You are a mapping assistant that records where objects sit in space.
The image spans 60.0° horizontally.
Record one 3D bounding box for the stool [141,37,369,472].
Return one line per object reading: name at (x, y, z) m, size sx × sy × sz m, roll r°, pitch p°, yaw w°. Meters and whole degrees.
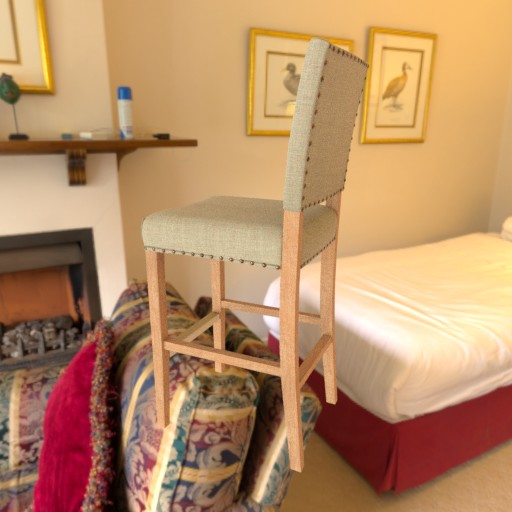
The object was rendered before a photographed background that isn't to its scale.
stool at (0.000, 0.000, 1.454) m, size 0.585 × 1.203 × 0.445 m, roll 8°, pitch 18°, yaw 24°
